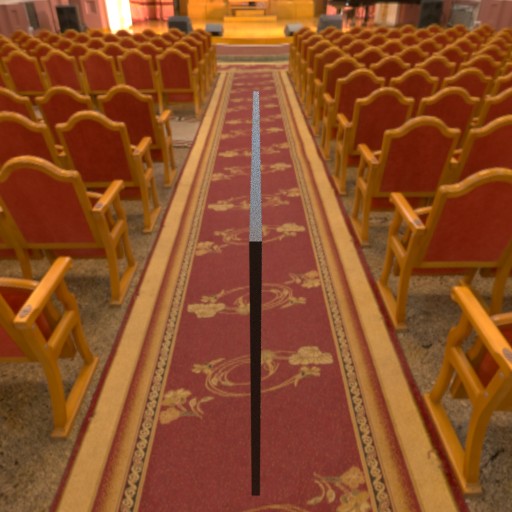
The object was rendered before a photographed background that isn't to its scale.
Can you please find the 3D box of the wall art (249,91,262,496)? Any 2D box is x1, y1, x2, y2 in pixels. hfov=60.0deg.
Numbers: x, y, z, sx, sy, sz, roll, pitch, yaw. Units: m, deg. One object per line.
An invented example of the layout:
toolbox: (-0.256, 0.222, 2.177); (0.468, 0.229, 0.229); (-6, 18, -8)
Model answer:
wall art: (0.000, 0.000, 1.217); (0.019, 0.660, 0.957); (0, 33, 0)
